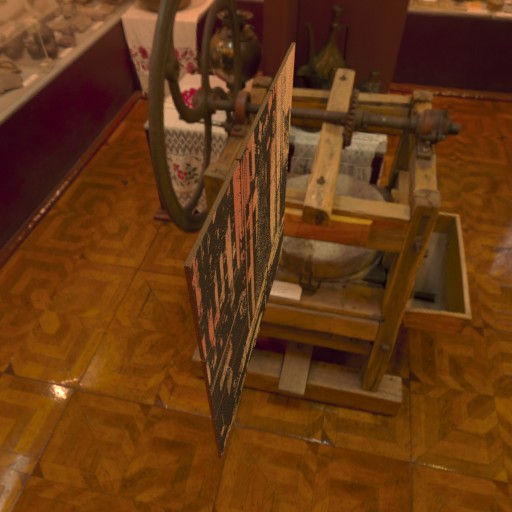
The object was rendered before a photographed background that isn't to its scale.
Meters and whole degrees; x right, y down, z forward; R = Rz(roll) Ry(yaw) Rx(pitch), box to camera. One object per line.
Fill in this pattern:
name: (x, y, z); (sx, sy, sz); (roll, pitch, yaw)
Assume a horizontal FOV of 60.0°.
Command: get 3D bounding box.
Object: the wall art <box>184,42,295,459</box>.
wall art: (0.000, 0.000, 1.801); (0.013, 1.216, 1.216); (11, 48, 10)
